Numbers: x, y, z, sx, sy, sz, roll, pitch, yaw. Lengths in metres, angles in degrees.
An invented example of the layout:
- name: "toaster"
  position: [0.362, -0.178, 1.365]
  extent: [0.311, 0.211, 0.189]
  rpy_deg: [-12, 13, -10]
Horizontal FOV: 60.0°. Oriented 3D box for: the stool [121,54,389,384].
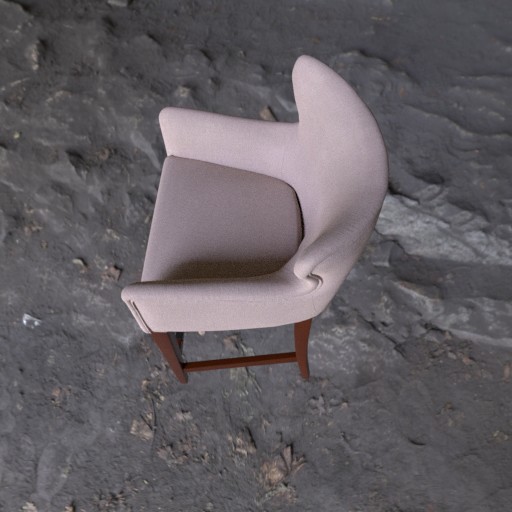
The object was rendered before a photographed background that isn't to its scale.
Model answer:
- name: "stool"
  position: [0.000, 0.000, 1.334]
  extent: [0.570, 0.951, 0.601]
  rpy_deg: [2, 59, 1]
